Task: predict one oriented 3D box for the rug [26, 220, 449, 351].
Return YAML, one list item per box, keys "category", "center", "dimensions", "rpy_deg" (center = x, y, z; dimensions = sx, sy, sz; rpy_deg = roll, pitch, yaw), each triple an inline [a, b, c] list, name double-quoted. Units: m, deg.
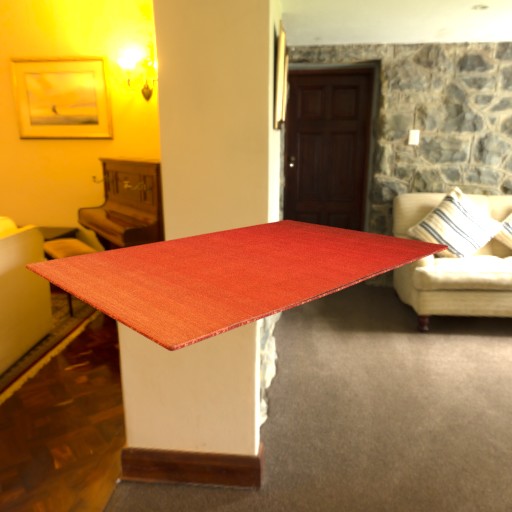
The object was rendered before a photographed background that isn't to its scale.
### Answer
- category: "rug"
  center: [0.000, 0.000, 2.272]
  dimensions: [1.835, 0.018, 1.230]
  rpy_deg: [-13, 19, -42]
